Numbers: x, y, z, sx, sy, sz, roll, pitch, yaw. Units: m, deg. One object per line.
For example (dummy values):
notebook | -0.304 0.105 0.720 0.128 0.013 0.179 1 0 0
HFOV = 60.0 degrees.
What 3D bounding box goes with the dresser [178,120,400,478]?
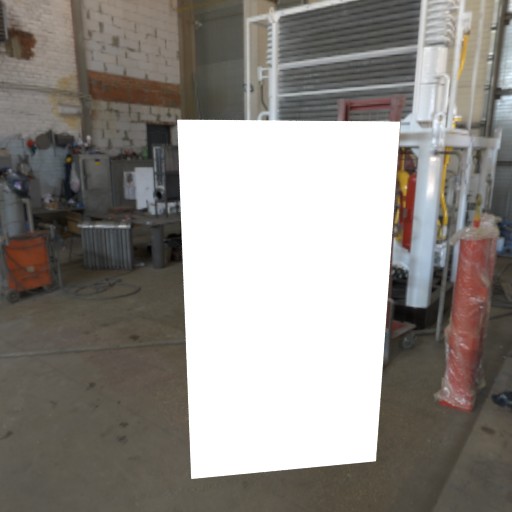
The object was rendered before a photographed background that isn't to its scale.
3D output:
dresser | 0.000 0.000 1.523 0.460 0.820 1.100 -2 13 -8
